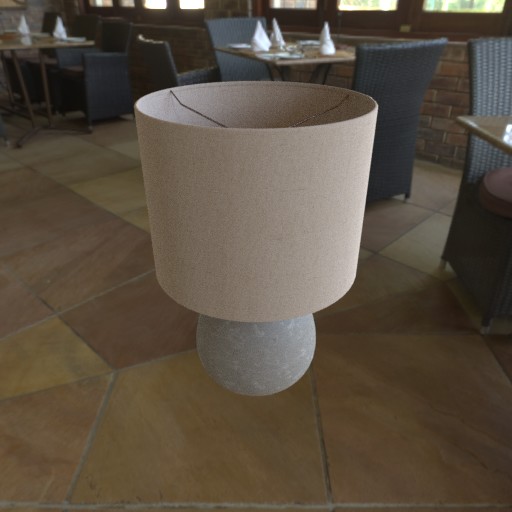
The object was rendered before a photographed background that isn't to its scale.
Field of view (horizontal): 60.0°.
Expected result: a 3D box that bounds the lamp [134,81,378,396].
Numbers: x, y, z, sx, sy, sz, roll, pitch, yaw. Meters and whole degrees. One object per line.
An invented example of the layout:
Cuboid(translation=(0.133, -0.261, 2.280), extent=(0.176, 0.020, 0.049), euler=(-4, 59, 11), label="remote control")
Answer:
Cuboid(translation=(0.000, 0.000, 0.603), extent=(0.269, 0.409, 0.269), euler=(2, 30, 3), label="lamp")
